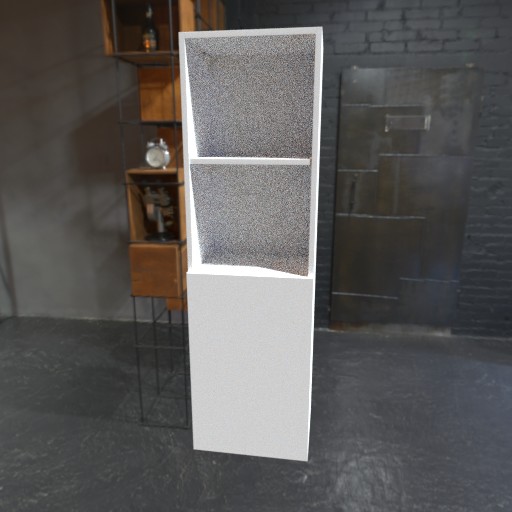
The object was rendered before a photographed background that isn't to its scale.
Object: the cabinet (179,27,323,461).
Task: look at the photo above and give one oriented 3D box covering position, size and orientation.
[{"bbox_3d":[0.000,0.000,1.511,0.400,1.350,0.300,2,15,9],"label":"cabinet"}]
